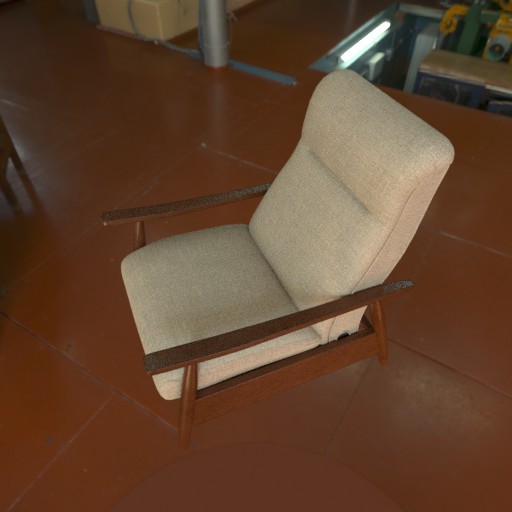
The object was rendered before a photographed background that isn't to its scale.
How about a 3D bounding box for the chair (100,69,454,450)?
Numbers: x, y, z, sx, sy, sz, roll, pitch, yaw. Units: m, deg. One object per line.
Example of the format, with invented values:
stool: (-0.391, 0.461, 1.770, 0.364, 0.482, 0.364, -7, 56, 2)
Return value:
chair: (0.000, 0.000, 1.697, 1.014, 1.082, 0.762, -17, 48, -16)
